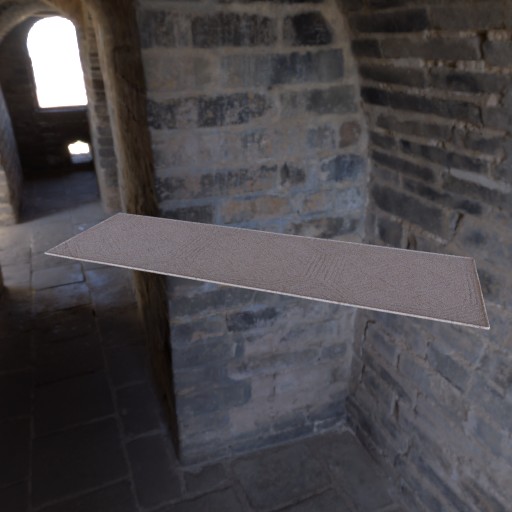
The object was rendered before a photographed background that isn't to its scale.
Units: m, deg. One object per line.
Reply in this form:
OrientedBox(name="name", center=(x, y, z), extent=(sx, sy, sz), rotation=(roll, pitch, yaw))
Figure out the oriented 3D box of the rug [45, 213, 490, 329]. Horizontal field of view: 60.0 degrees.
OrientedBox(name="rug", center=(0.000, 0.000, 2.649), extent=(2.452, 0.012, 0.775), rotation=(8, 26, 17))
